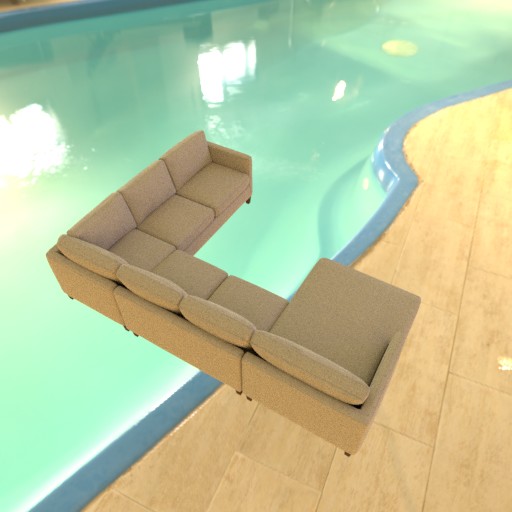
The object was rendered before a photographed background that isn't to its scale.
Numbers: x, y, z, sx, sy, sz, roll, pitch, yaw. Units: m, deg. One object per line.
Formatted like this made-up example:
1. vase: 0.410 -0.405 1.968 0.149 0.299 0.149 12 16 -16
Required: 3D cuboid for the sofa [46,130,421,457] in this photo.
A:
1. sofa: 0.000 0.000 4.766 3.460 0.959 2.593 23 51 21
